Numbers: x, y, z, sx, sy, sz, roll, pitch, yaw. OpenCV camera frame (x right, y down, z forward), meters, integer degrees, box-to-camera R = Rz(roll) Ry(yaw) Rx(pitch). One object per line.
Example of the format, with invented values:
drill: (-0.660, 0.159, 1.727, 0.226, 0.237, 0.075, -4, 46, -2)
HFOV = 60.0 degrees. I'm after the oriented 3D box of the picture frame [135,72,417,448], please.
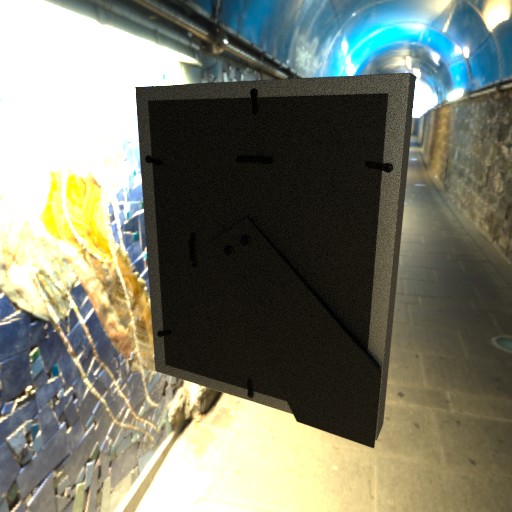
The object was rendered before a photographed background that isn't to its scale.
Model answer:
picture frame: (0.000, 0.000, 0.383, 0.233, 0.282, 0.036, 8, 18, 26)
